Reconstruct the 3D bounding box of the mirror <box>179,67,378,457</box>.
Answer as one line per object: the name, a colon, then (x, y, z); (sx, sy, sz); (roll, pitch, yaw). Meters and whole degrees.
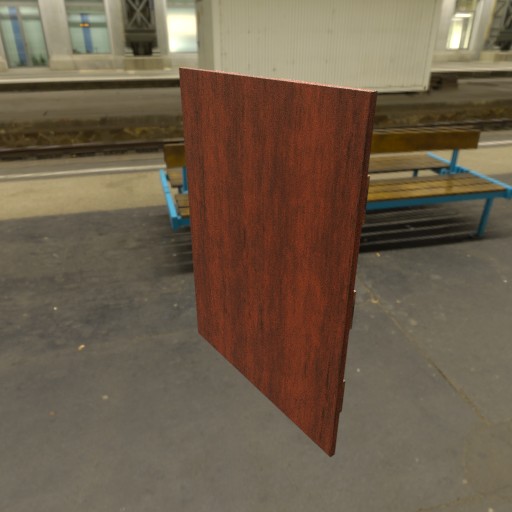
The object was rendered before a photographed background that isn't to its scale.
mirror: (0.000, 0.000, 1.067); (0.021, 0.805, 0.600); (-19, 33, -33)
